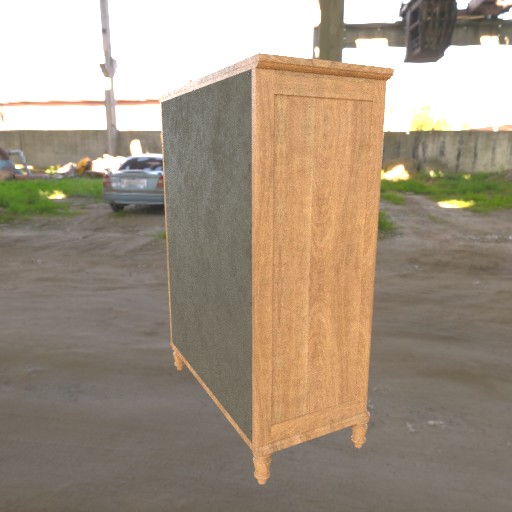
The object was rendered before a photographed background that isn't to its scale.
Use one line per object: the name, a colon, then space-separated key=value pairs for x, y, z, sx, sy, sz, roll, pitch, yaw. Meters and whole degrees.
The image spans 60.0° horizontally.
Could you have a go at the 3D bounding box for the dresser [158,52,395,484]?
dresser: x=0.000 y=0.000 z=1.810 sx=0.484 sy=1.318 sz=0.973 roll=-7 pitch=15 yaw=-26
